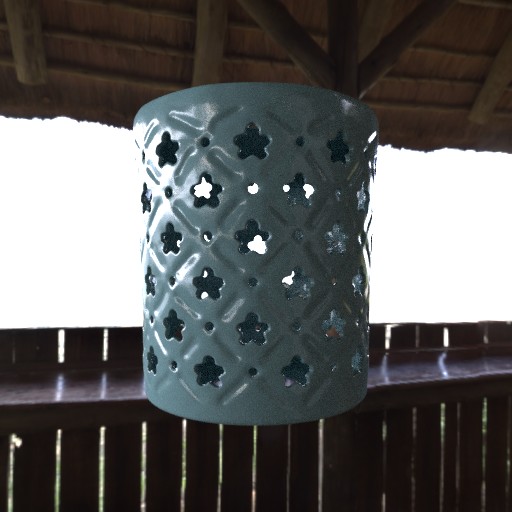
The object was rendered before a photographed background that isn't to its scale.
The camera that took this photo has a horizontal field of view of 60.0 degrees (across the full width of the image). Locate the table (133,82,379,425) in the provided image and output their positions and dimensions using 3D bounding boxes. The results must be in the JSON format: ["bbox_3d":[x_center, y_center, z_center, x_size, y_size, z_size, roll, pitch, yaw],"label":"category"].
[{"bbox_3d":[0.000,0.000,0.653,0.352,0.387,0.352,0,0,0],"label":"table"}]
